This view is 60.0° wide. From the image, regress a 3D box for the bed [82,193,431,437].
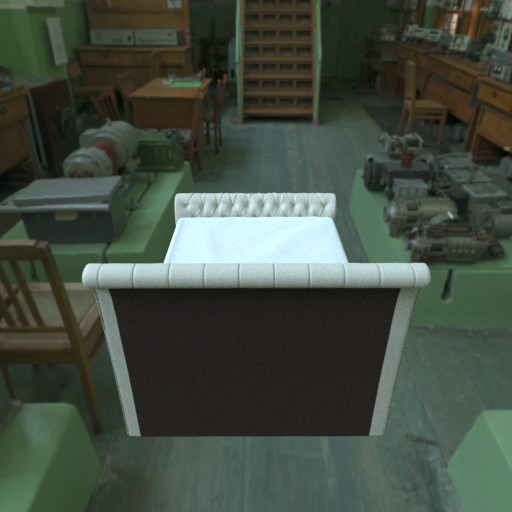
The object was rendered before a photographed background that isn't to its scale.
[{"bbox_3d":[0.000,0.000,3.398,1.606,1.268,2.493,0,30,0],"label":"bed"}]
